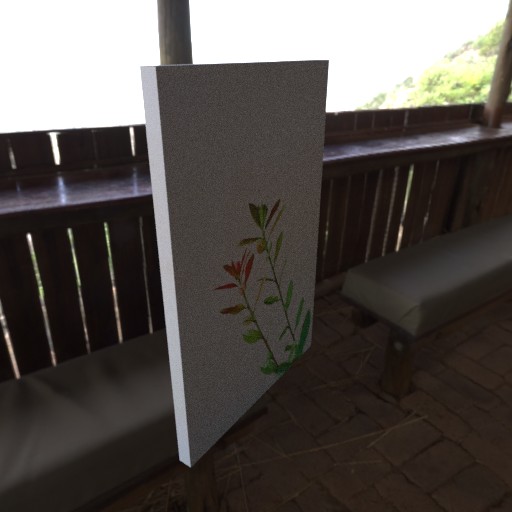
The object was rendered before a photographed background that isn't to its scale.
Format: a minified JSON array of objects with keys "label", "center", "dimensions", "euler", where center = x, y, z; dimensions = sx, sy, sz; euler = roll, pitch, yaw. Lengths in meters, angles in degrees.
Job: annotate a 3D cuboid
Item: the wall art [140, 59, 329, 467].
[{"label":"wall art","center":[0.000,0.000,1.142],"dimensions":[0.039,0.915,0.612],"euler":[17,30,32]}]
